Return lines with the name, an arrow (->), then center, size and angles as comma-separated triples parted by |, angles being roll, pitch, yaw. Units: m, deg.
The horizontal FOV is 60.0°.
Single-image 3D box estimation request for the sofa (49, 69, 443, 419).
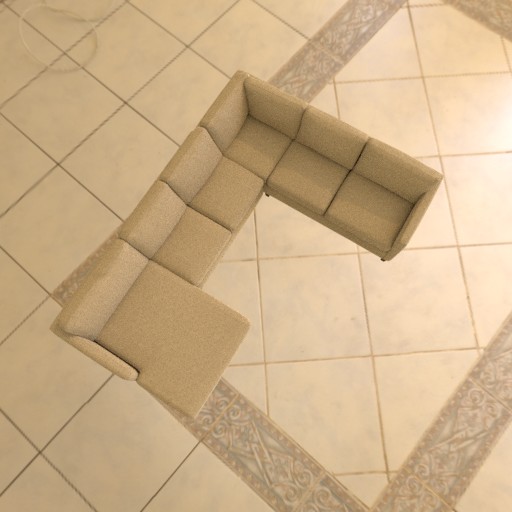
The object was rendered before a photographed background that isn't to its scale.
sofa -> 0.000, 0.000, 4.666 | 2.593, 0.959, 3.460 | 30, 77, 8
